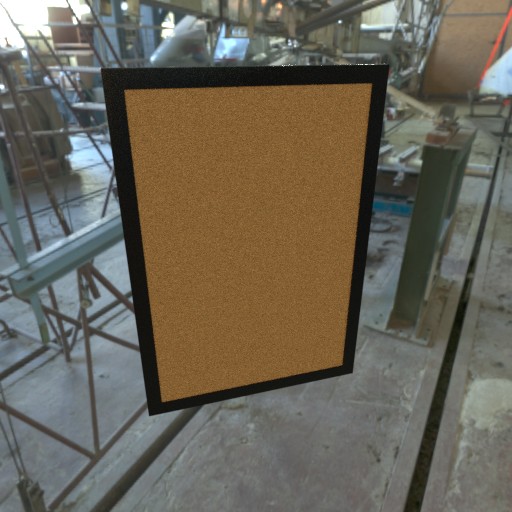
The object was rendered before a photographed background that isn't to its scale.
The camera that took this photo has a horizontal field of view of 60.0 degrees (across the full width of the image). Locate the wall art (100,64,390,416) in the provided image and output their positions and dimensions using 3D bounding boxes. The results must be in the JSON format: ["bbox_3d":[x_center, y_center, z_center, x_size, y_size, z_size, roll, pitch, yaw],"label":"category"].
[{"bbox_3d":[0.000,0.000,0.832,0.462,0.656,0.019,-7,27,-15],"label":"wall art"}]
